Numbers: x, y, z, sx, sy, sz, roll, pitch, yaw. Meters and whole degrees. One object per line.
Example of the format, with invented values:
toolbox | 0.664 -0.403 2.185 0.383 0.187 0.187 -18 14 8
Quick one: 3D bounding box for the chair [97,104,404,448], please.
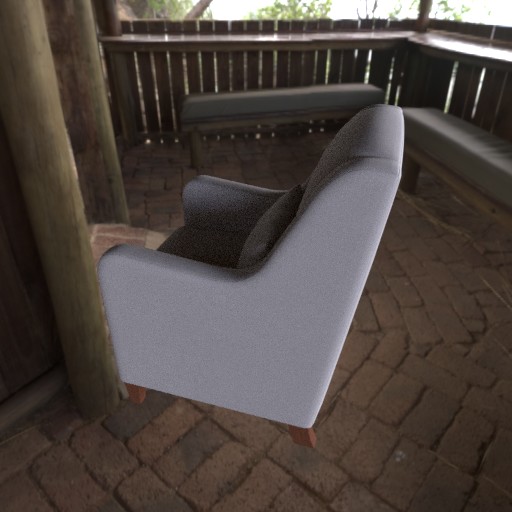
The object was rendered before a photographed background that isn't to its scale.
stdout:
chair | 0.000 0.000 1.585 0.863 1.010 0.715 8 31 14
